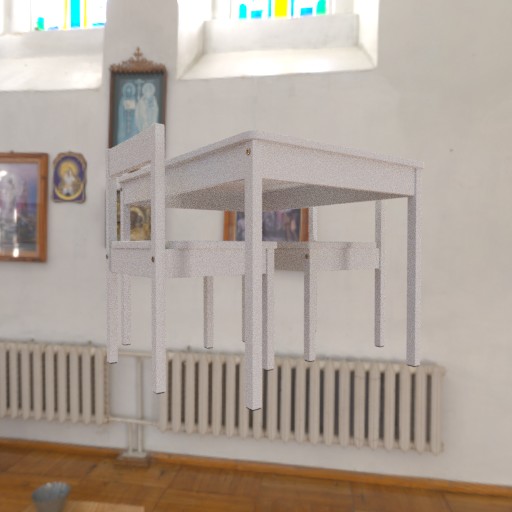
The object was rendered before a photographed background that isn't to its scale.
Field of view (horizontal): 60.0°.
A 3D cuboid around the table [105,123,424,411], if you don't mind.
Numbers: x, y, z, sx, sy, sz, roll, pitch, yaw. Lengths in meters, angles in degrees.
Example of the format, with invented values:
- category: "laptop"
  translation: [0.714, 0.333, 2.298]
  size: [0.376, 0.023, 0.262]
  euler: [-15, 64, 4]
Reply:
- category: "table"
  translation: [0.000, 0.000, 1.130]
  size: [0.672, 0.503, 0.650]
  euler: [-1, 2, -36]
